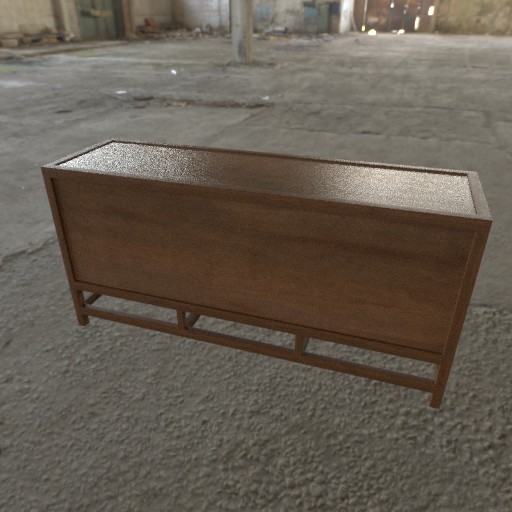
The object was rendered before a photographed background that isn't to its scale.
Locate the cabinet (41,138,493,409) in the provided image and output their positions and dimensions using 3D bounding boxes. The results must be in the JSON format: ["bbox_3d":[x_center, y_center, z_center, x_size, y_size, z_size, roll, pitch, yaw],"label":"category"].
[{"bbox_3d":[0.000,0.000,2.014,1.708,0.820,0.522,9,30,16],"label":"cabinet"}]
